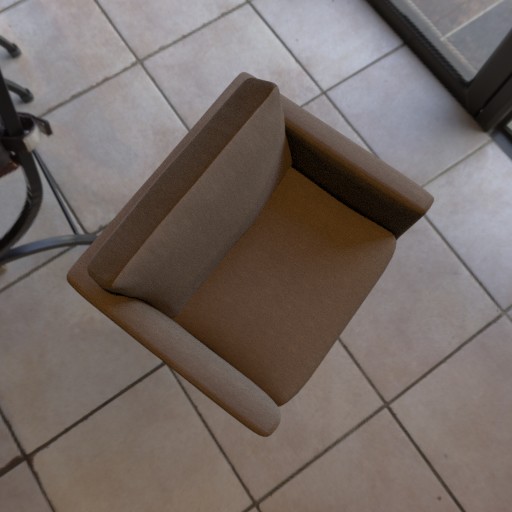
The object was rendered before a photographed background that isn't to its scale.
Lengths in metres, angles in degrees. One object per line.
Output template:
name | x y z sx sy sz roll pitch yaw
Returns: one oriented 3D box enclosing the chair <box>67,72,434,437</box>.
chair | 0.000 0.000 1.888 0.959 0.963 1.107 36 79 8
